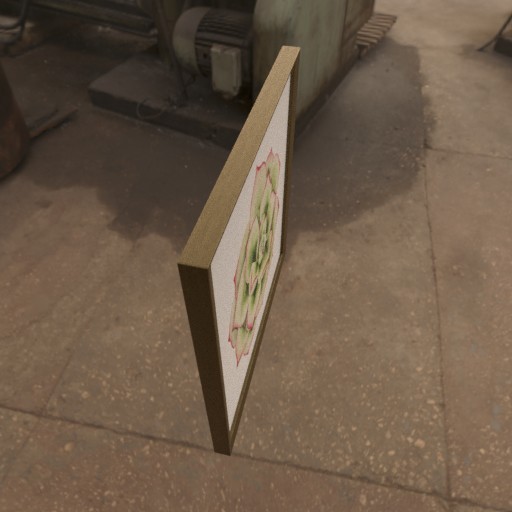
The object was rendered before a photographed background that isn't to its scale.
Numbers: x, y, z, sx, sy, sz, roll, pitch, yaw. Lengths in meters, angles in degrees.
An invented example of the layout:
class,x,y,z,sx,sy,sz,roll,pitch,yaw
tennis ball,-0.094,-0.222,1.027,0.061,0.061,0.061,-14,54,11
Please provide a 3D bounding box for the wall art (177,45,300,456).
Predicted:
class,x,y,z,sx,sy,sz,roll,pitch,yaw
wall art,0.000,0.000,0.763,0.031,0.506,0.503,10,48,9
